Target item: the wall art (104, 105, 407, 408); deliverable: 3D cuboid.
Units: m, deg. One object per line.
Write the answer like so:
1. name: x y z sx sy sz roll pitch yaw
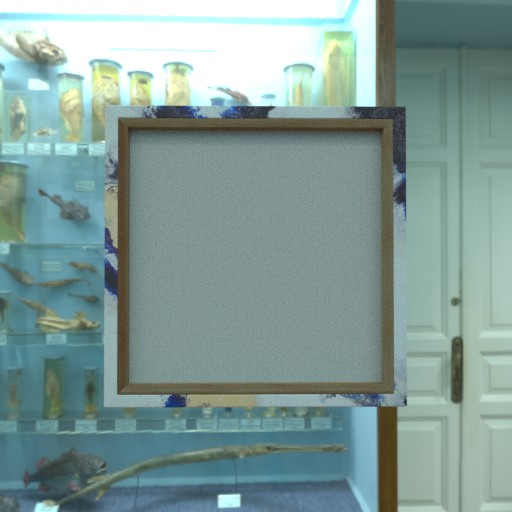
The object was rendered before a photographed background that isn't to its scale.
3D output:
1. wall art: 0.000 0.000 1.318 0.887 0.885 0.038 0 -1 -1
